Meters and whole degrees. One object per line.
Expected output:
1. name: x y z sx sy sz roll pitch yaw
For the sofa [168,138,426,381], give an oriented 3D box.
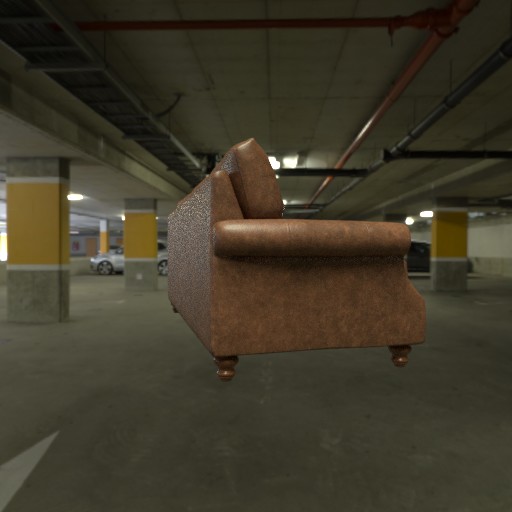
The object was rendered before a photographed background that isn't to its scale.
1. sofa: 0.000 0.000 2.863 0.973 0.977 2.351 0 1 -16
